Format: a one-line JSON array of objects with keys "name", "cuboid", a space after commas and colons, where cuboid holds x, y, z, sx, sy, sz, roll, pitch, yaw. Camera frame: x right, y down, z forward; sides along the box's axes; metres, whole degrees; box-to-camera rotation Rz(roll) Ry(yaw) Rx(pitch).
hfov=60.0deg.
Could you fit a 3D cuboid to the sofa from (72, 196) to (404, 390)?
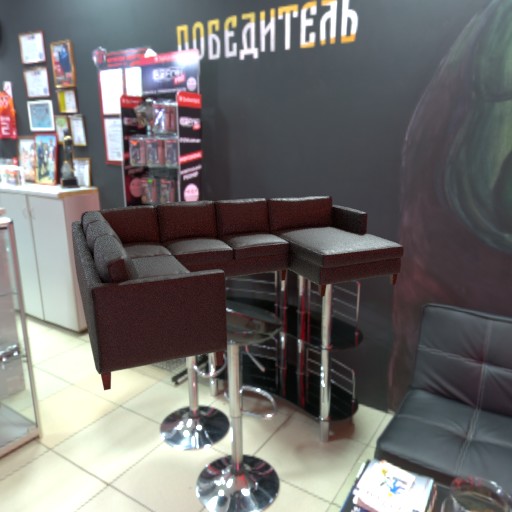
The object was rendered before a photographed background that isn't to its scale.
[{"name": "sofa", "cuboid": [0.000, 0.000, 4.637, 3.460, 0.923, 2.593, -7, 16, -23]}]
